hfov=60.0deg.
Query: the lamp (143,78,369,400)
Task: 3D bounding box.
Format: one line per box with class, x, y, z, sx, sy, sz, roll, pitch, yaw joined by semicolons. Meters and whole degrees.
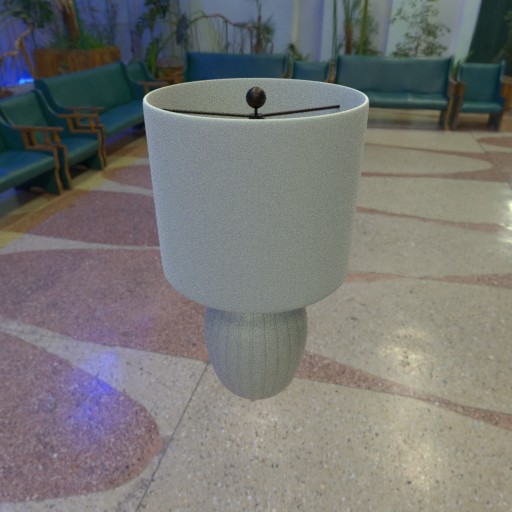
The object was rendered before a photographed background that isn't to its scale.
lamp;0.000;0.000;0.790;0.328;0.570;0.328;0;30;0
